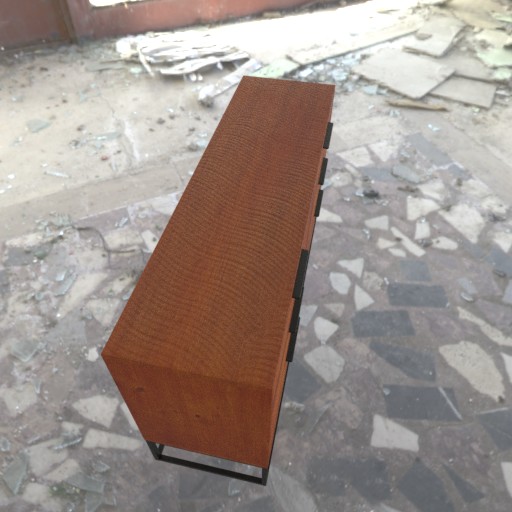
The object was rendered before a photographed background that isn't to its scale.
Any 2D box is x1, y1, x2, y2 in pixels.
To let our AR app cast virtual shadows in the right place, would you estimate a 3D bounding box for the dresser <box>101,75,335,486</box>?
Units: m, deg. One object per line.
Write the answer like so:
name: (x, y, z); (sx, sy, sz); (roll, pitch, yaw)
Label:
dresser: (0.000, 0.000, 1.885); (0.464, 0.810, 1.536); (9, 49, 8)
